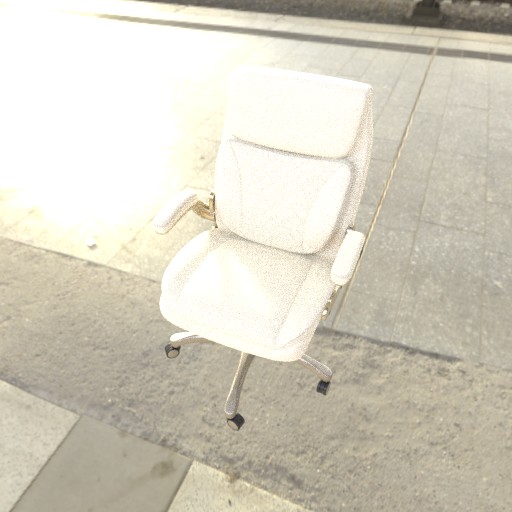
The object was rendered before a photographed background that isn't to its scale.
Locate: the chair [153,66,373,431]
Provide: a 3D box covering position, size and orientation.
[{"bbox_3d":[0.000,0.000,1.639,0.740,1.110,0.794,13,43,15],"label":"chair"}]
